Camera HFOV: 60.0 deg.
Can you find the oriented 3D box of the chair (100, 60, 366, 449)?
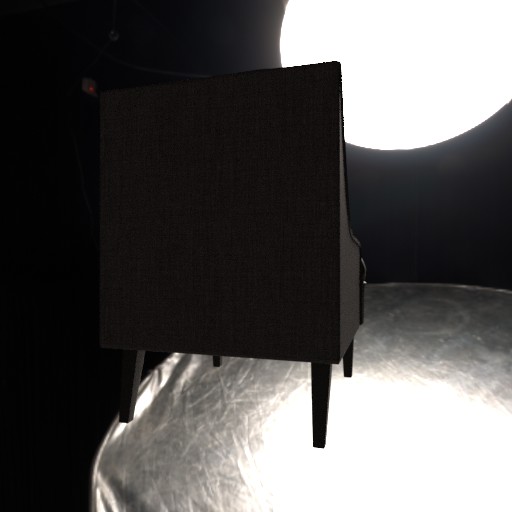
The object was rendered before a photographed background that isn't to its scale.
[{"bbox_3d":[0.000,0.000,1.434,0.655,0.891,0.771,0,0,18],"label":"chair"}]
